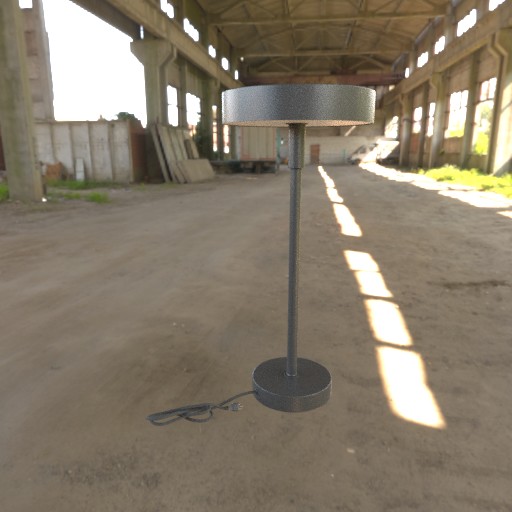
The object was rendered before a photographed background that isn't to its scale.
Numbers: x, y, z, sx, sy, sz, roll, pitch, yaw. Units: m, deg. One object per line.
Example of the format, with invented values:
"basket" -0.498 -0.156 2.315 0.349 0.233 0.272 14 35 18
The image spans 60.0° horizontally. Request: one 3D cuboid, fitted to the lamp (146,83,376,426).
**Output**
"lamp" 0.000 0.000 0.700 0.369 0.508 0.229 -7 15 -25
